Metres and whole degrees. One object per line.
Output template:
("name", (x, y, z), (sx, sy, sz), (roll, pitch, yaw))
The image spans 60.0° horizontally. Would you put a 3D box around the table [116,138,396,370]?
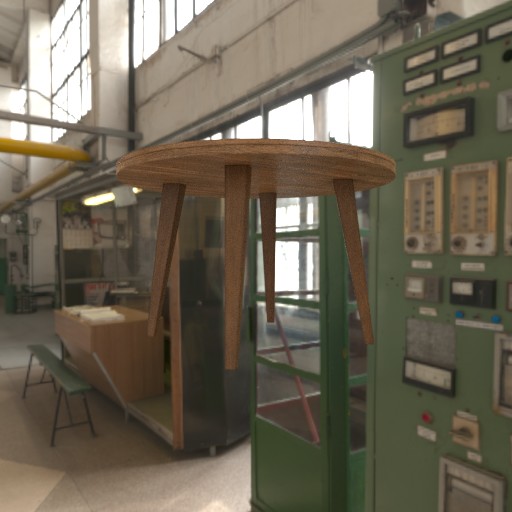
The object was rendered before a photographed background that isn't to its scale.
("table", (0.000, 0.000, 2.020), (1.213, 0.764, 1.213), (0, 1, 0))
